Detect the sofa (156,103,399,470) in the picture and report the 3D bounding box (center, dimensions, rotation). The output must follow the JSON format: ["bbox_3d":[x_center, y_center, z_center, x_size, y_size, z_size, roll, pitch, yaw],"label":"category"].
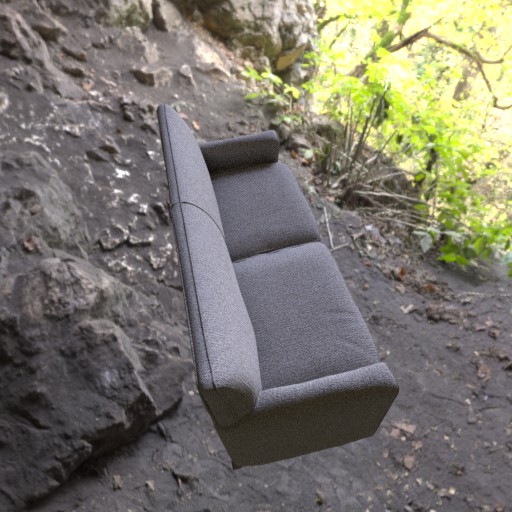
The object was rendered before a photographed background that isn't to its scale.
[{"bbox_3d":[0.000,0.000,2.518,0.854,0.942,2.026,-9,47,-9],"label":"sofa"}]
